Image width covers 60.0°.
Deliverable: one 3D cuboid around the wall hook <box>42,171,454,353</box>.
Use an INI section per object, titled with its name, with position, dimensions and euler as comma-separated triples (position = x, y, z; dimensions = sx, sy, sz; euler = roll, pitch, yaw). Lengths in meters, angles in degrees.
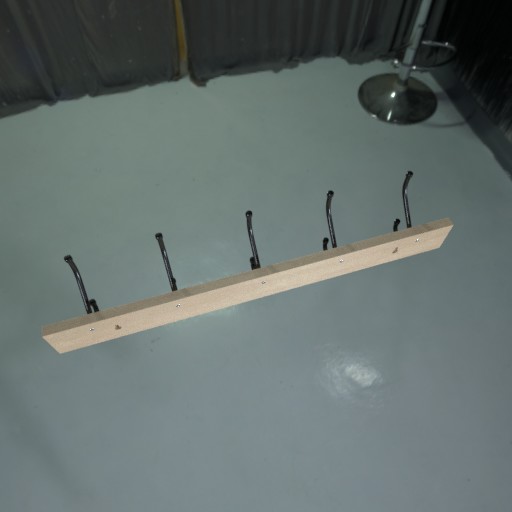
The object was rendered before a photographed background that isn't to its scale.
[wall hook]
position = 0.000, 0.000, 0.608
dimensions = 0.571, 0.117, 0.071
euler = -15, 59, -9
